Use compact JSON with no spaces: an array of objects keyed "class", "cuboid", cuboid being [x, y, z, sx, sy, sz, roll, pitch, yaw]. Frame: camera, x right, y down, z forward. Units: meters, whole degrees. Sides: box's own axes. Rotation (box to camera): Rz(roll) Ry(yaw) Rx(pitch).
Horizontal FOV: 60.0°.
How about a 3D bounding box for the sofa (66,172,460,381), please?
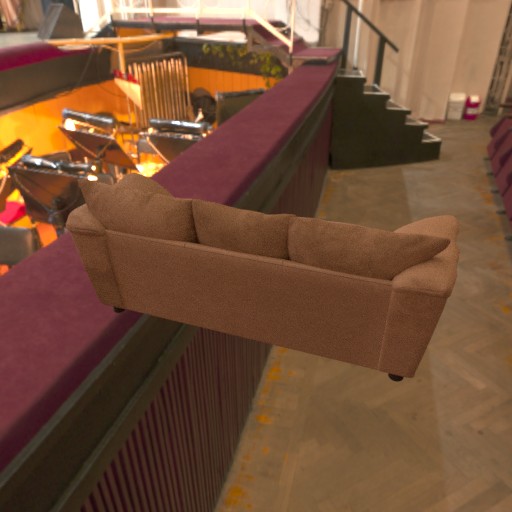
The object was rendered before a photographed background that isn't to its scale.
[{"class":"sofa","cuboid":[0.000,0.000,2.894,2.377,0.981,0.893,10,32,17]}]
